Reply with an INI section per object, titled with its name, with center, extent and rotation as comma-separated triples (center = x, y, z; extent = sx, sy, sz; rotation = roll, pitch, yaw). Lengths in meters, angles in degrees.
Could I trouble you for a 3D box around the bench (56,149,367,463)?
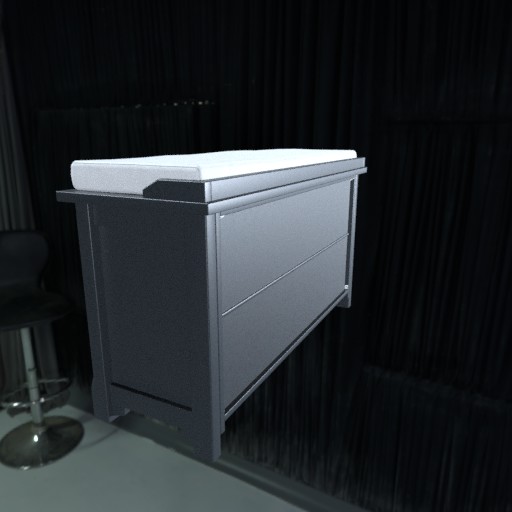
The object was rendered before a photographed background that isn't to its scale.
[bench]
center = 0.000, 0.000, 1.233
extent = 0.345, 0.561, 0.973
rotation = 8, 17, 27
